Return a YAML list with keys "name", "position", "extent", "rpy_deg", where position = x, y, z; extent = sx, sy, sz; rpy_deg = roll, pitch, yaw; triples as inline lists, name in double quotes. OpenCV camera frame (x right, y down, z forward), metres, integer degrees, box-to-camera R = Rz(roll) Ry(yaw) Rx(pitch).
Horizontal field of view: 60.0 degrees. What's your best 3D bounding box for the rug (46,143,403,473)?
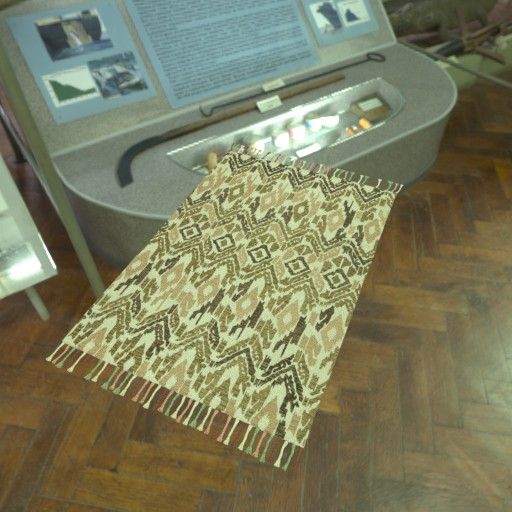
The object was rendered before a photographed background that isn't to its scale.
- name: "rug"
  position: [0.000, 0.000, 3.020]
  extent: [1.524, 0.008, 2.438]
  rpy_deg: [18, 49, 16]
